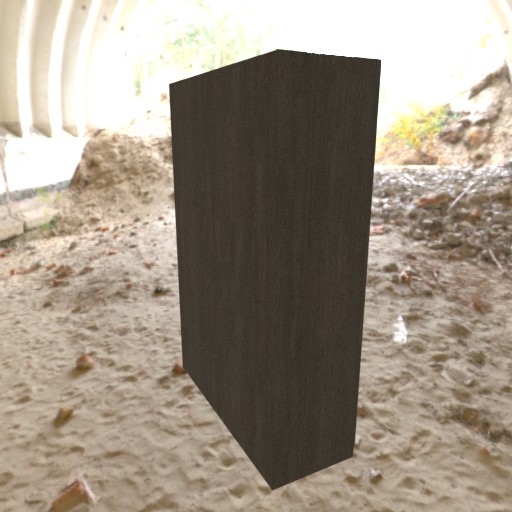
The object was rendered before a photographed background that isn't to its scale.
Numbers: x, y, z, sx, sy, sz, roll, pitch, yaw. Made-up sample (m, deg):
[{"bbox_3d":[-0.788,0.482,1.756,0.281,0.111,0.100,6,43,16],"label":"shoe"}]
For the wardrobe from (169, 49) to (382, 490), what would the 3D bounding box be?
[{"bbox_3d":[0.000,0.000,2.495,0.510,1.910,1.290,-8,17,-27],"label":"wardrobe"}]
